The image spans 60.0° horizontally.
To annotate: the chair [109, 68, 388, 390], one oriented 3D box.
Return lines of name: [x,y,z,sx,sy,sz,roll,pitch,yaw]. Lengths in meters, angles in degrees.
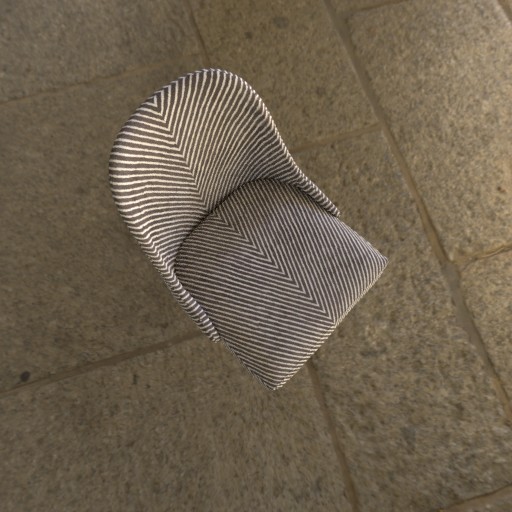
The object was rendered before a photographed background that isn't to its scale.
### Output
chair: [0.000,0.000,1.245,0.591,0.883,0.504,42,79,11]
